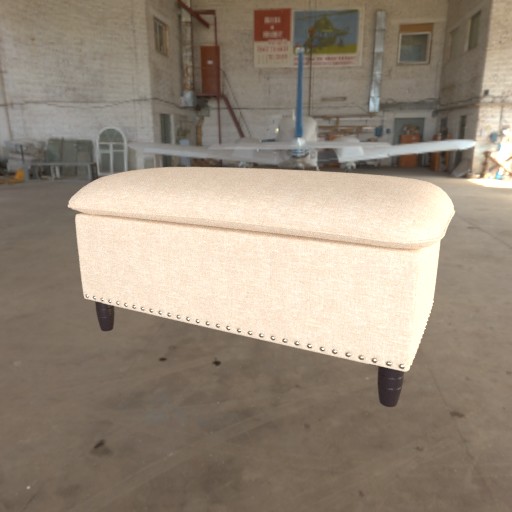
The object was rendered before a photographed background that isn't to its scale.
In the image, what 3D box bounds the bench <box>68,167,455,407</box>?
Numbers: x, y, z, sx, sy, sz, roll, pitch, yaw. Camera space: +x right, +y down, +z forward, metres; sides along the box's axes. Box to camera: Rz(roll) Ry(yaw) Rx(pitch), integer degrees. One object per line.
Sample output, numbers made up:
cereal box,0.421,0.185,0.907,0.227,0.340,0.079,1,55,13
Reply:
bench,0.000,0.000,1.260,0.991,0.483,0.483,8,17,26
